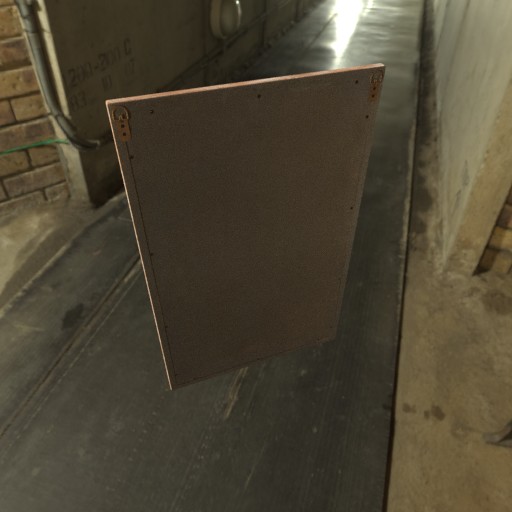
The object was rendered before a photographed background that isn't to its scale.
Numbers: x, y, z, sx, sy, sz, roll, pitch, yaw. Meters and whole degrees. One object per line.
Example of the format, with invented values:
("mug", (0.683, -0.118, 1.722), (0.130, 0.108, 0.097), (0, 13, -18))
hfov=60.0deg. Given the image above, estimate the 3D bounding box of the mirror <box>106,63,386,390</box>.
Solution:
("mirror", (0.000, 0.000, 1.007), (0.495, 0.787, 0.058), (-14, 43, -15))
